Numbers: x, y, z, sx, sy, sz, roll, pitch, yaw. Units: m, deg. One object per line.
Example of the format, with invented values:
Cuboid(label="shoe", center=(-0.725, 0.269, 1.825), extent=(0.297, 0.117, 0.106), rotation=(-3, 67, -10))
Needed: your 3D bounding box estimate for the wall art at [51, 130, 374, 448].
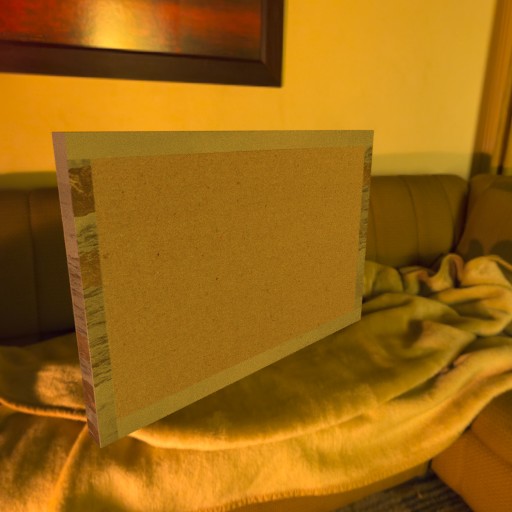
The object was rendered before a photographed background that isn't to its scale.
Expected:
Cuboid(label="wall art", center=(0.000, 0.000, 0.748), extent=(0.606, 0.407, 0.041), rotation=(-15, 22, -41))
